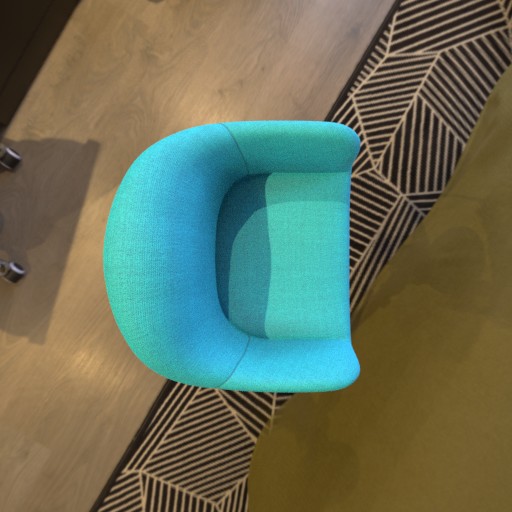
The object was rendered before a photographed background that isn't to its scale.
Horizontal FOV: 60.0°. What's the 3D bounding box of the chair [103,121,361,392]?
[{"bbox_3d":[0.000,0.000,1.179,0.550,0.795,0.590,0,91,1],"label":"chair"}]
